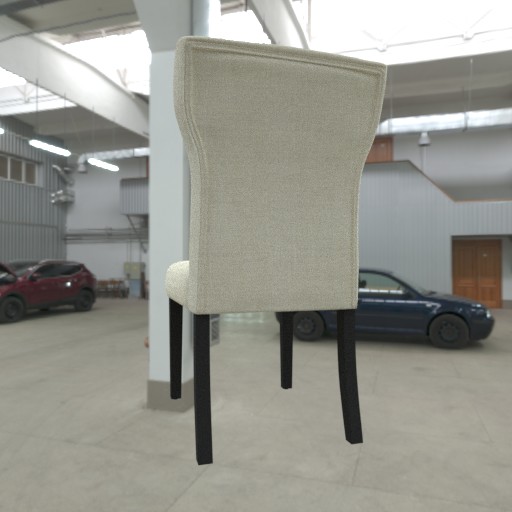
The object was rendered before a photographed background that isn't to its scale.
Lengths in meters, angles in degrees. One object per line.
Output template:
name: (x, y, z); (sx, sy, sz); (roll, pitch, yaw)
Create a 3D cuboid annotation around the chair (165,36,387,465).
chair: (0.000, 0.000, 1.245); (0.509, 0.921, 0.597); (0, -1, -17)
